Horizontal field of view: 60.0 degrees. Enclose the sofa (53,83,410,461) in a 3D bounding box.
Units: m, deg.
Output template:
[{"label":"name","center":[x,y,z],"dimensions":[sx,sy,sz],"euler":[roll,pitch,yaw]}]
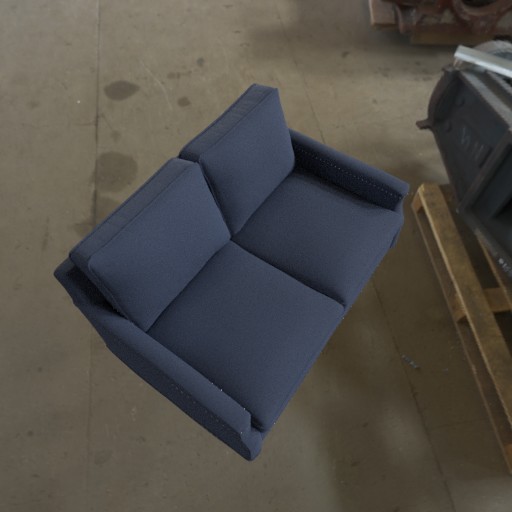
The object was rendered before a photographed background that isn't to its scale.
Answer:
[{"label":"sofa","center":[0.000,0.000,2.333],"dimensions":[1.084,1.003,1.597],"euler":[31,63,18]}]
